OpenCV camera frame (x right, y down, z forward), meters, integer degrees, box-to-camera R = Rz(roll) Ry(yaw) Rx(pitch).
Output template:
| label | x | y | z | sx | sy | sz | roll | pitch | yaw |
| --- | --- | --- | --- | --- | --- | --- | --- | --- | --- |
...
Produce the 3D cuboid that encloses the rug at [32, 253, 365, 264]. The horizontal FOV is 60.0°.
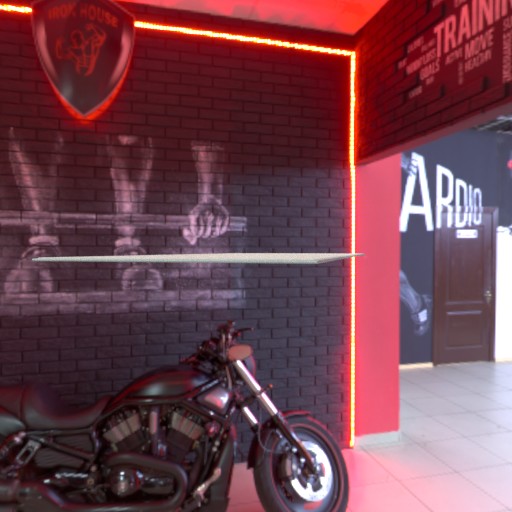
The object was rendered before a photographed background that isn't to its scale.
| label | x | y | z | sx | sy | sz | roll | pitch | yaw |
| --- | --- | --- | --- | --- | --- | --- | --- | --- | --- |
| rug | 0.000 | 0.000 | 1.416 | 0.604 | 0.007 | 1.219 | 0 | 1 | 18 |
